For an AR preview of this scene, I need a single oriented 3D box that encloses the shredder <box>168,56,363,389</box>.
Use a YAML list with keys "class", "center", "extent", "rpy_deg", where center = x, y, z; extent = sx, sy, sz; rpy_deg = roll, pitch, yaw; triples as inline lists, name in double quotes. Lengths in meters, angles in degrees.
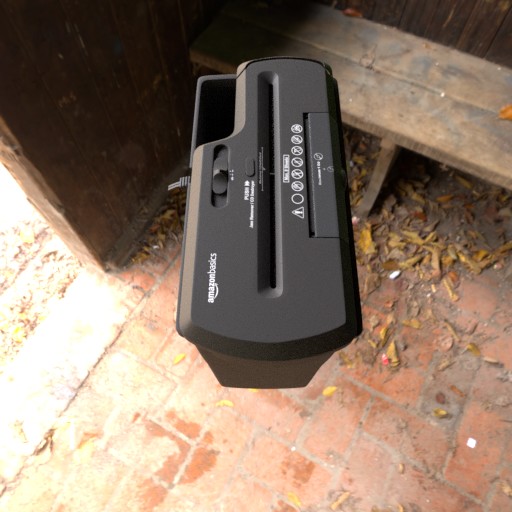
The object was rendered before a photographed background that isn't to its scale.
- class: "shredder"
  center: [0.000, 0.000, 0.529]
  extent: [0.170, 0.335, 0.320]
  rpy_deg: [0, 64, 0]
